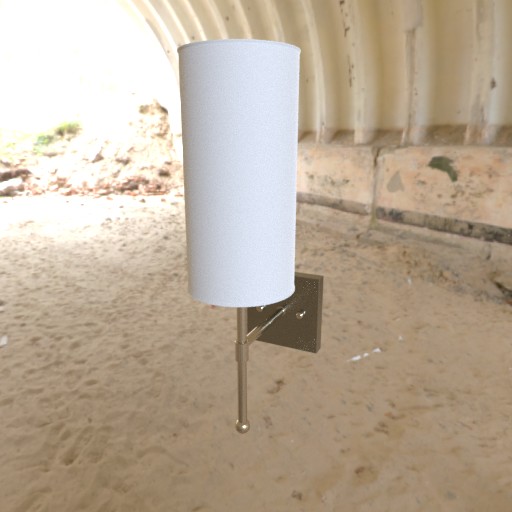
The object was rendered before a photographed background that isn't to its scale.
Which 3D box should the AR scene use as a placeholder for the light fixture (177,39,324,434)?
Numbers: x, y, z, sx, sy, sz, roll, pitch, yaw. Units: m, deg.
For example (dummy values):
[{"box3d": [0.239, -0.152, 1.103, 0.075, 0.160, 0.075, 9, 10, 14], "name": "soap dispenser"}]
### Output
[{"box3d": [0.000, 0.000, 0.558, 0.128, 0.462, 0.208, 7, 17, 25], "name": "light fixture"}]
